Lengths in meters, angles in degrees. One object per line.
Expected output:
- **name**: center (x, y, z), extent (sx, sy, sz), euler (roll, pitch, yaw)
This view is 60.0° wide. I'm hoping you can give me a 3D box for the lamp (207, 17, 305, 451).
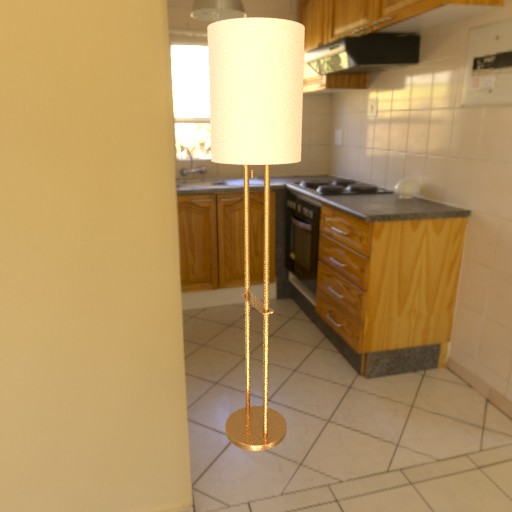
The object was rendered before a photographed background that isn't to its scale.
- **lamp**: center (0.000, 0.000, 1.615), extent (0.305, 1.500, 0.306), euler (-8, 19, -24)
